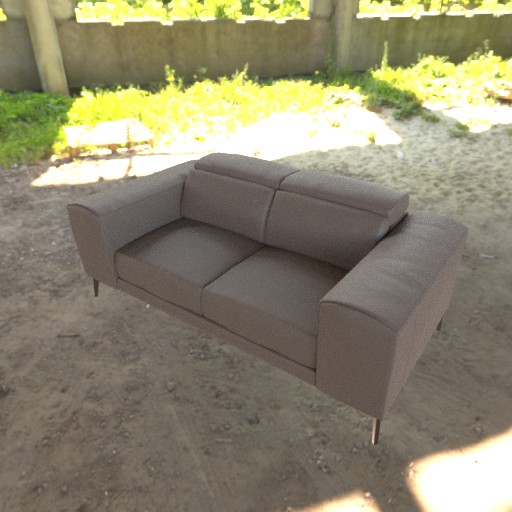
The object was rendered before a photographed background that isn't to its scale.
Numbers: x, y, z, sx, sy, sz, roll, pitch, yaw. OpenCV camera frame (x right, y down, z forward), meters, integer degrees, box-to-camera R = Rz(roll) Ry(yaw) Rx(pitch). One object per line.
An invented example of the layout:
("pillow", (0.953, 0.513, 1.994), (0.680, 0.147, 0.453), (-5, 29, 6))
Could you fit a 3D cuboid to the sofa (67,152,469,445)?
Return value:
("sofa", (0.000, 0.000, 2.407), (1.895, 0.779, 1.003), (19, 35, 30))
